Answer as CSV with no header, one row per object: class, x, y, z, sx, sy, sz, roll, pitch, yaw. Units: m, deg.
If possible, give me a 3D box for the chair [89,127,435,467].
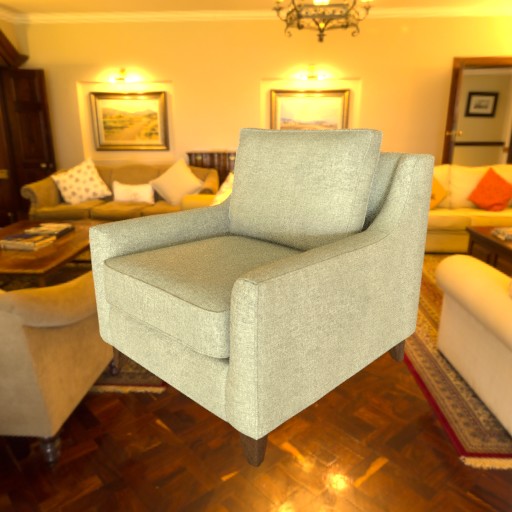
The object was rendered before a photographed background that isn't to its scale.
chair,0.000,0.000,1.559,0.838,0.864,0.918,16,23,42
